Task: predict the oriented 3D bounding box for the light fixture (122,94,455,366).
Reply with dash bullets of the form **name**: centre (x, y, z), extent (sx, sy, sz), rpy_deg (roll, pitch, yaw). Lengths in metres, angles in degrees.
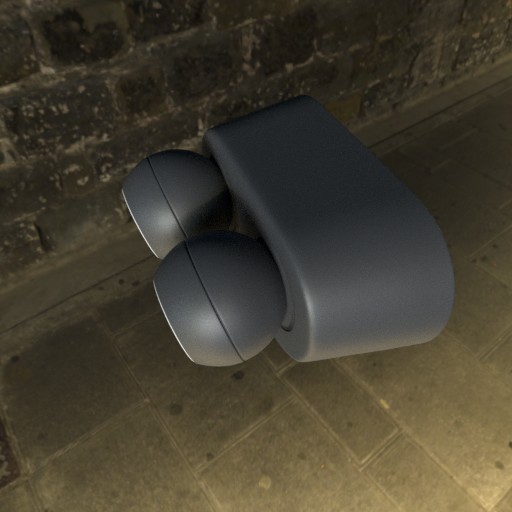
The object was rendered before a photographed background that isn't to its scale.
- **light fixture**: centre (0.000, 0.000, 0.333), extent (0.159, 0.159, 0.229), rpy_deg (-17, 49, -15)
